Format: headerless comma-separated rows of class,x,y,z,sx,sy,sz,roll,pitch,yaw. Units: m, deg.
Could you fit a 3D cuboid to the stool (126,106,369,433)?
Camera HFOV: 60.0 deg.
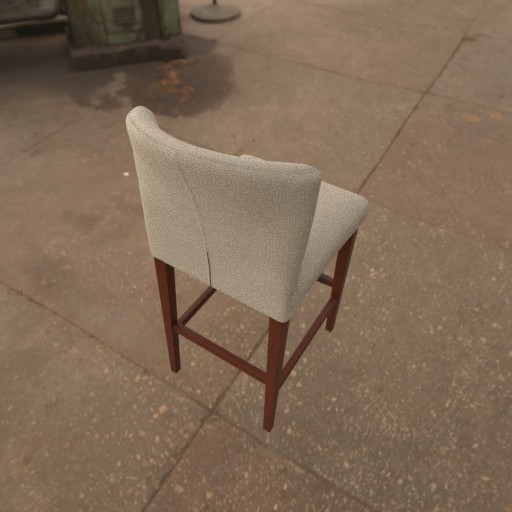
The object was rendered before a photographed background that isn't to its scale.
stool,0.000,0.000,1.373,0.481,1.069,0.568,25,51,22
